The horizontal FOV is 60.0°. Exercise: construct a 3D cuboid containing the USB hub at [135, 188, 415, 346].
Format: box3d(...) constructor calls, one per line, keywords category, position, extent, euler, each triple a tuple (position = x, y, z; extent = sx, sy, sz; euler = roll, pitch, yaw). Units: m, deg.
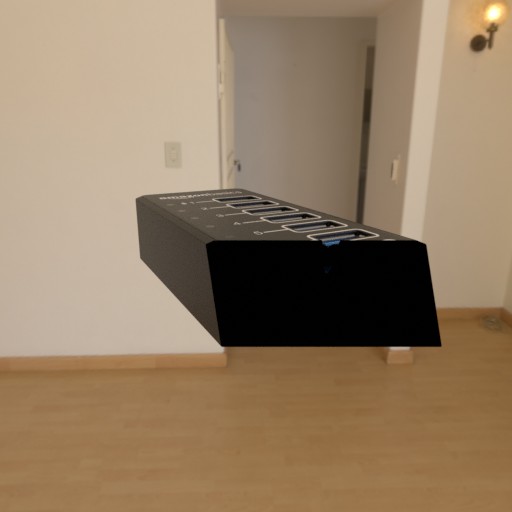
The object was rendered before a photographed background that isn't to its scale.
box3d(category="USB hub", position=(0.000, 0.000, 0.128), extent=(0.044, 0.023, 0.110), euler=(-9, 19, -26))
